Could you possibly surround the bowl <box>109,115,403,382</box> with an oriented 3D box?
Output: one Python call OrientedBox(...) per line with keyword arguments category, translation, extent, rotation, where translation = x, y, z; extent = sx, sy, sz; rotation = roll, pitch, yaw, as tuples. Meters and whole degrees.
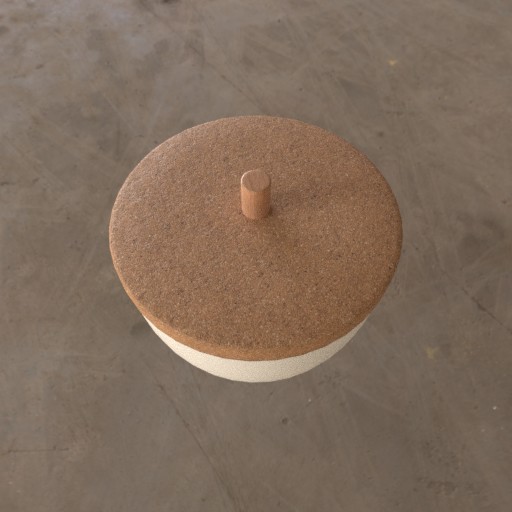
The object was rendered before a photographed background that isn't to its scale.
OrientedBox(category="bowl", translation=(0.000, 0.000, 0.221), extent=(0.126, 0.110, 0.126), rotation=(0, 57, 0))
